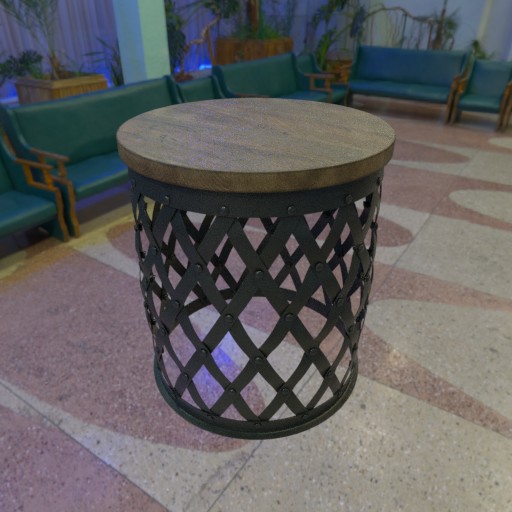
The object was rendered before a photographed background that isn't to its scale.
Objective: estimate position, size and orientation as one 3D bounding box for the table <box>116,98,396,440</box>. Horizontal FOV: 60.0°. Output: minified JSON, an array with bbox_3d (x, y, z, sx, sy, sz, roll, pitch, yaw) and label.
[{"bbox_3d":[0.000,0.000,0.778,0.405,0.454,0.405,0,31,0],"label":"table"}]
